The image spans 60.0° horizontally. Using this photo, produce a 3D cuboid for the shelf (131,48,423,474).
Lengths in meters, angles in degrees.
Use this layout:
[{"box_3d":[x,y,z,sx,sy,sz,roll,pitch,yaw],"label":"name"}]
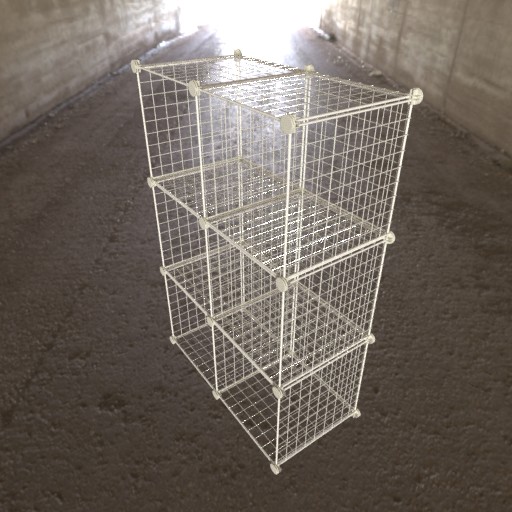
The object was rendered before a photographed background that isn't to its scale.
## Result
[{"box_3d":[0.000,0.000,1.369,0.356,1.067,0.711,-21,38,-29],"label":"shelf"}]
